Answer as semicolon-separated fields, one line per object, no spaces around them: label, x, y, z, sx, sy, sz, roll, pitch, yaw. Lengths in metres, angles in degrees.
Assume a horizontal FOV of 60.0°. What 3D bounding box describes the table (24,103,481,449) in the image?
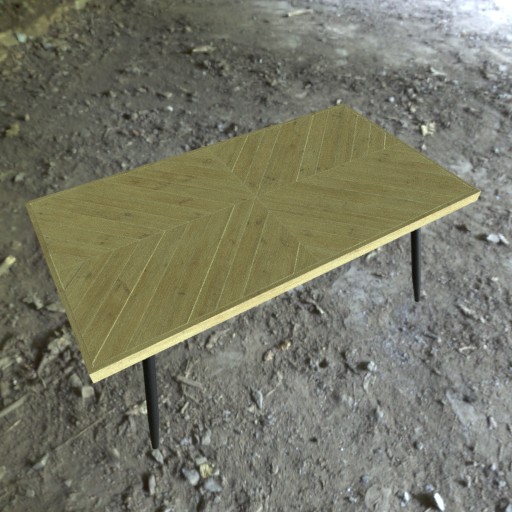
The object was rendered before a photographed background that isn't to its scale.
table;0.000;0.000;2.267;1.803;0.762;0.991;-23;50;-21
